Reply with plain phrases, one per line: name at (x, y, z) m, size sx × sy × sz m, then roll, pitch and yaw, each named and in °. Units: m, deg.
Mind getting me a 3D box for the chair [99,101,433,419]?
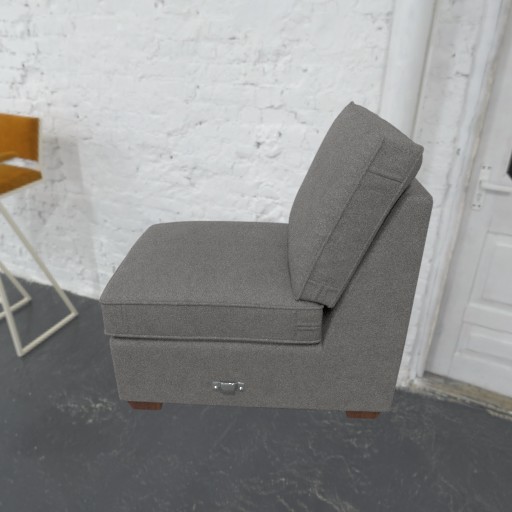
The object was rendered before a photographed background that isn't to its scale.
chair at (0.000, 0.000, 1.553) m, size 0.938 × 0.970 × 0.621 m, roll 1°, pitch 27°, yaw 3°
